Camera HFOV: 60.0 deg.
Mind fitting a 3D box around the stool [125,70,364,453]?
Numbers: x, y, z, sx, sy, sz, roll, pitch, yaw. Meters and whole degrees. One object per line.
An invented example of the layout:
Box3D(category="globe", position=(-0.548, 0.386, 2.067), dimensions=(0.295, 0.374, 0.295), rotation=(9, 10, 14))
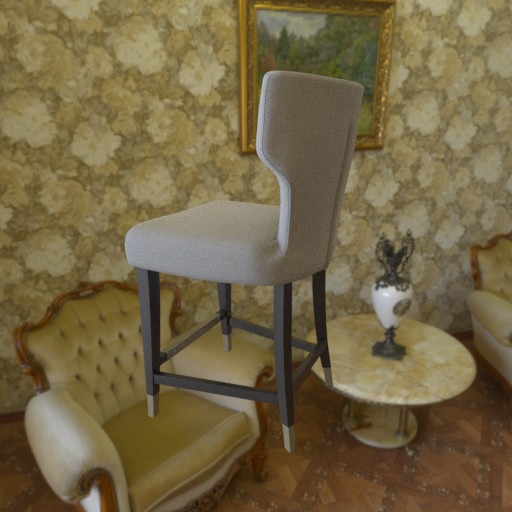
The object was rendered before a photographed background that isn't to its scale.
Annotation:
Box3D(category="stool", position=(0.000, 0.000, 1.336), dimensions=(0.563, 0.982, 0.527), rotation=(8, 19, 26))
